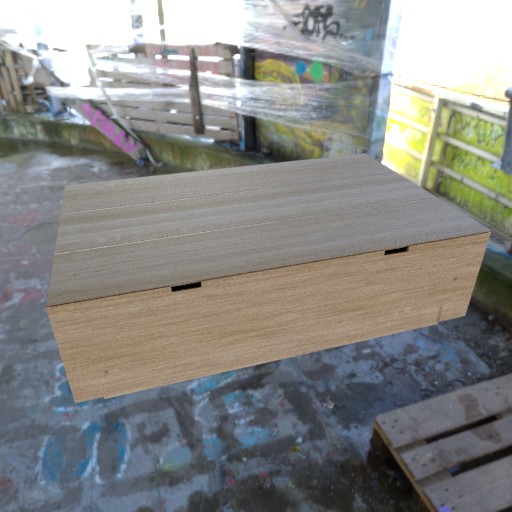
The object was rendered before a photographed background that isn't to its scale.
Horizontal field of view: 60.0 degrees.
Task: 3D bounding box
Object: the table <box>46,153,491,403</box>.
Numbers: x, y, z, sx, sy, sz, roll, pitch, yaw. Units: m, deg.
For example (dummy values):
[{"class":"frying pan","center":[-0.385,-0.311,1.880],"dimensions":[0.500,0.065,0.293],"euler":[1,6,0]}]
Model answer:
[{"class":"table","center":[0.000,0.000,1.413],"dimensions":[1.110,0.353,0.678],"euler":[-9,32,-15]}]
